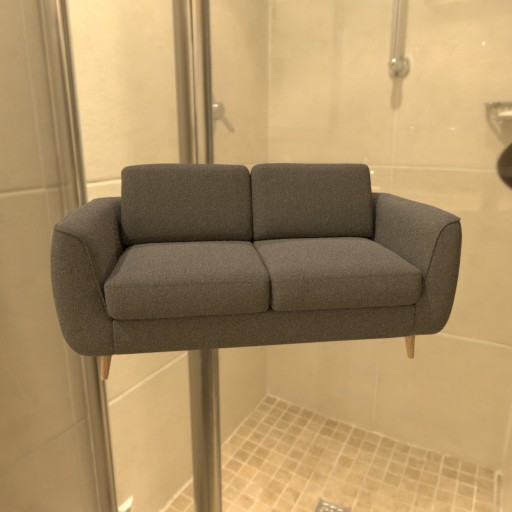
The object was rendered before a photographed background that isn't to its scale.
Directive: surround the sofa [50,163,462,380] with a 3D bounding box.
[{"bbox_3d":[0.000,0.000,2.179,1.700,0.870,0.920,-2,15,-8],"label":"sofa"}]
